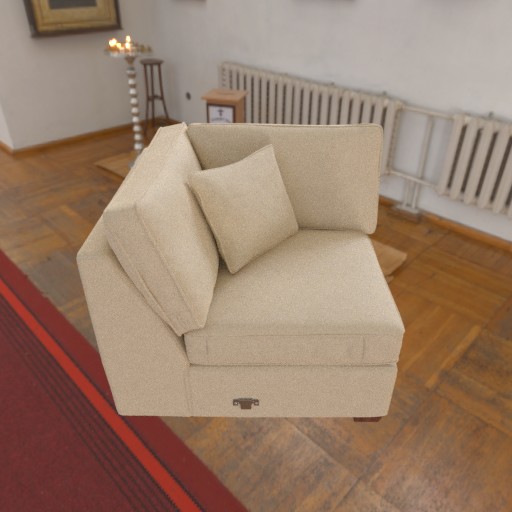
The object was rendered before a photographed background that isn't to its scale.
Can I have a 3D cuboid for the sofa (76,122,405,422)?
[{"bbox_3d":[0.000,0.000,1.981,1.146,1.002,1.084,0,32,0],"label":"sofa"}]
